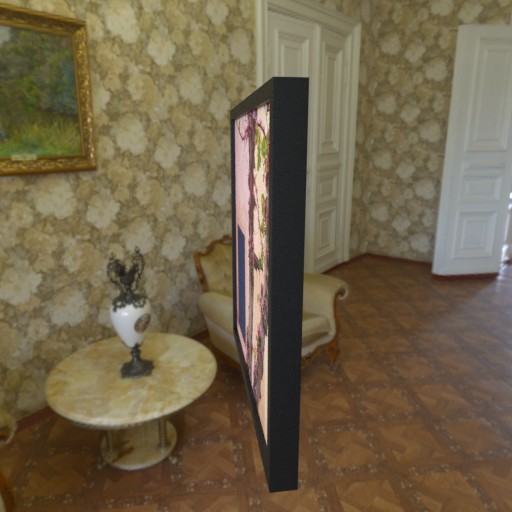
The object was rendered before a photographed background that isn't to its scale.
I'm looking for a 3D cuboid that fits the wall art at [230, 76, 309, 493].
[{"bbox_3d":[0.000,0.000,0.761,0.038,0.508,0.508,-2,15,-8],"label":"wall art"}]
